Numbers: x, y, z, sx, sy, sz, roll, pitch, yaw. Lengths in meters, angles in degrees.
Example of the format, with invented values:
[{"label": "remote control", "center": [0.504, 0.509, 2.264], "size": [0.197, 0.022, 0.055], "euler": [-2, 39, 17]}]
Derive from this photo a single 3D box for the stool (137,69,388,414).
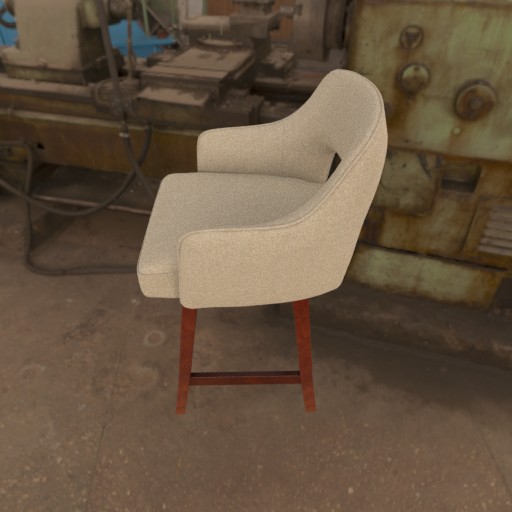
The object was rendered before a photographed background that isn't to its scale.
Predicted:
[{"label": "stool", "center": [0.000, 0.000, 1.263], "size": [0.560, 0.936, 0.550], "euler": [-1, 39, -1]}]
